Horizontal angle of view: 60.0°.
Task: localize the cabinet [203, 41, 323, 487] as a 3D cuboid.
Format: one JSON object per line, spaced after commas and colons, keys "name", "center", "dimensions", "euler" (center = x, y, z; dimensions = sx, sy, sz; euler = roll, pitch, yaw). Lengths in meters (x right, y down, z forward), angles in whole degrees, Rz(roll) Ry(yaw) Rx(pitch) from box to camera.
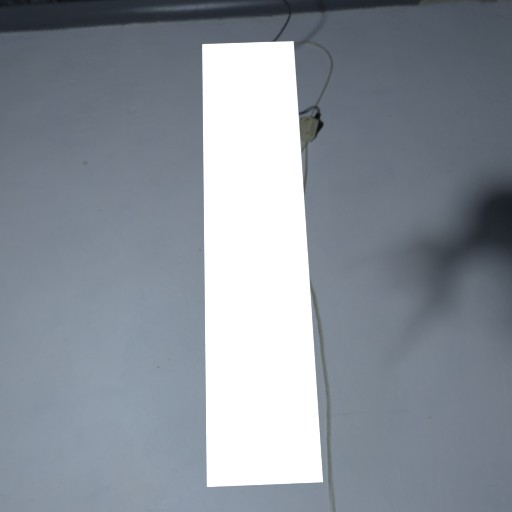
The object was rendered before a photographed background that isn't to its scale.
{"name": "cabinet", "center": [0.000, 0.000, 2.527], "dimensions": [0.499, 0.779, 2.198], "euler": [-2, 76, -1]}
